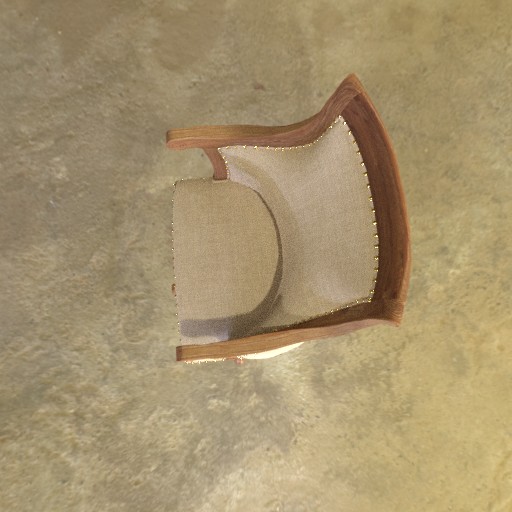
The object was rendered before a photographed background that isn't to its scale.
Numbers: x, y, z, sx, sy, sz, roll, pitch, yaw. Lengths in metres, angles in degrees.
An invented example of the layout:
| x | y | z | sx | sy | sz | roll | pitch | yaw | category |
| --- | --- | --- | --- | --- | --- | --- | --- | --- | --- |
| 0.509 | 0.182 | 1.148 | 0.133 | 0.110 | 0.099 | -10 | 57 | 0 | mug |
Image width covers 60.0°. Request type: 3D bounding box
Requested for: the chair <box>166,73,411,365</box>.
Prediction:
| x | y | z | sx | sy | sz | roll | pitch | yaw | category |
| --- | --- | --- | --- | --- | --- | --- | --- | --- | --- |
| 0.000 | 0.000 | 1.442 | 0.689 | 0.965 | 0.656 | -5 | 75 | -1 | chair |
